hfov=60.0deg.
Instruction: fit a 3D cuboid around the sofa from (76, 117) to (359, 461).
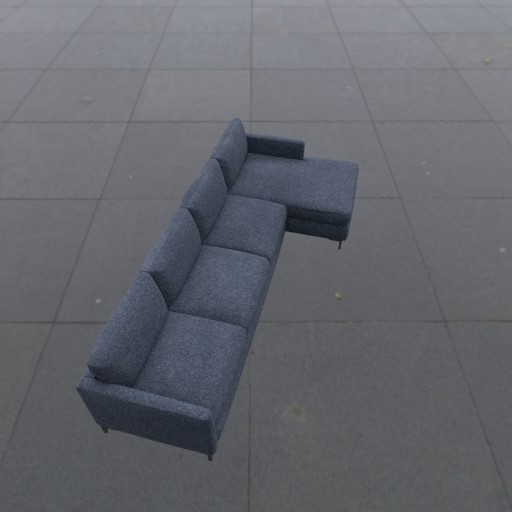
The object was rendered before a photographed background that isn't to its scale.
[{"bbox_3d":[0.000,0.000,3.460,1.350,0.810,2.932,11,47,10],"label":"sofa"}]
